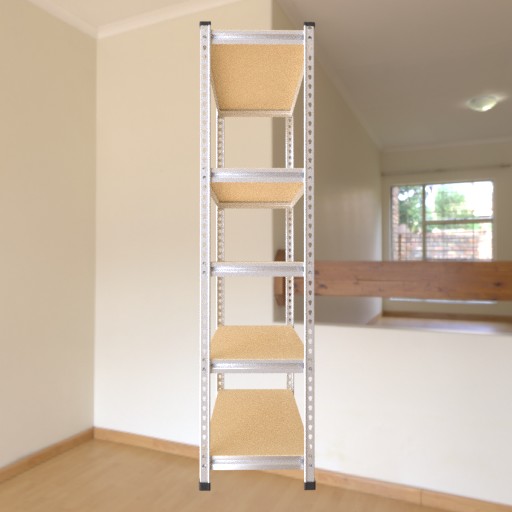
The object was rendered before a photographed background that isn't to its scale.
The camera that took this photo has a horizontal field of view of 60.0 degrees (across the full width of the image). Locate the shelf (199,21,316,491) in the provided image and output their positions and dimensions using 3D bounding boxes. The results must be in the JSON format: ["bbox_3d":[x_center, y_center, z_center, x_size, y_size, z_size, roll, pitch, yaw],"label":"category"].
[{"bbox_3d":[0.000,0.000,2.185,0.457,1.829,0.914,0,-1,-1],"label":"shelf"}]
